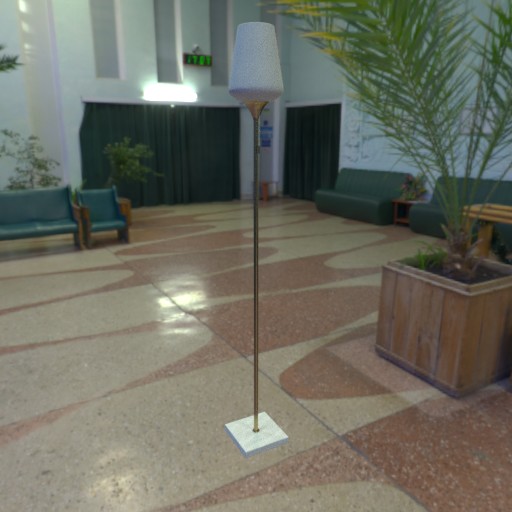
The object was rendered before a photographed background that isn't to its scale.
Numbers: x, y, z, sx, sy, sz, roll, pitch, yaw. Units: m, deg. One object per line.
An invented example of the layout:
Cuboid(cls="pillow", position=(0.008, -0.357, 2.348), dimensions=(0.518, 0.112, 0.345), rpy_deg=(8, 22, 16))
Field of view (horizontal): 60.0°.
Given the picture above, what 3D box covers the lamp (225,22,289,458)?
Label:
Cuboid(cls="lamp", position=(0.000, 0.000, 1.926), dimensions=(0.229, 1.813, 0.232), rpy_deg=(-8, 17, -27))
